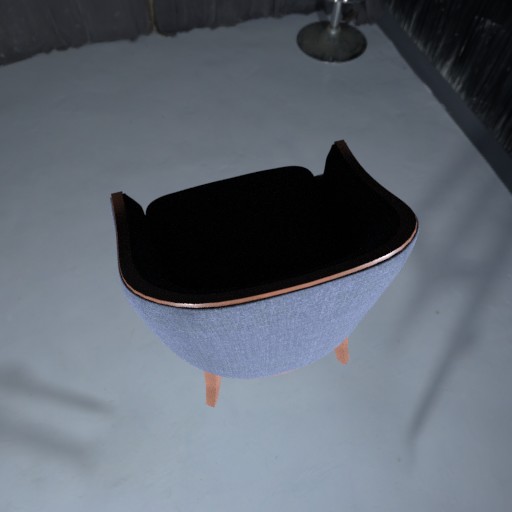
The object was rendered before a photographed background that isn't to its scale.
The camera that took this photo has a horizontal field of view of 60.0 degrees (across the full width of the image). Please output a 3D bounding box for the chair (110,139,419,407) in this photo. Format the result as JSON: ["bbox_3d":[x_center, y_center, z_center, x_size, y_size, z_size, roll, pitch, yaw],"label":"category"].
[{"bbox_3d":[0.000,0.000,1.428,0.803,0.876,0.735,-15,59,-9],"label":"chair"}]
